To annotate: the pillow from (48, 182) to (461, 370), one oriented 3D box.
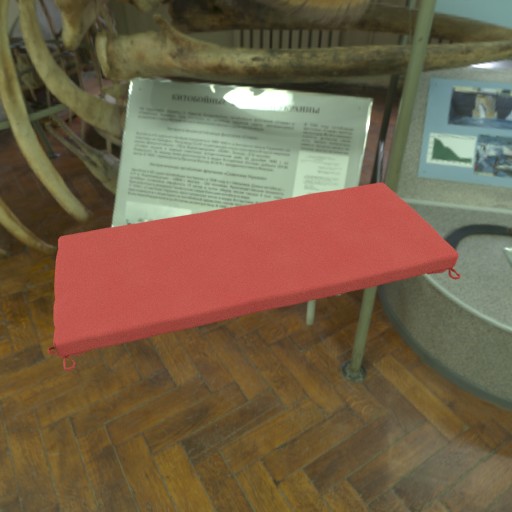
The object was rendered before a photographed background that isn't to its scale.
[{"bbox_3d":[0.000,0.000,1.350,1.187,0.081,0.492,-11,40,-13],"label":"pillow"}]
